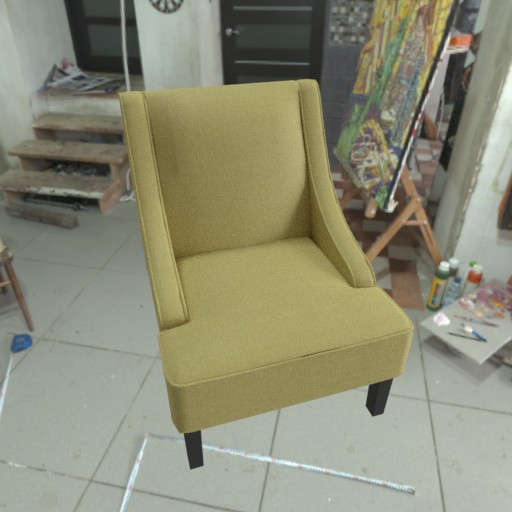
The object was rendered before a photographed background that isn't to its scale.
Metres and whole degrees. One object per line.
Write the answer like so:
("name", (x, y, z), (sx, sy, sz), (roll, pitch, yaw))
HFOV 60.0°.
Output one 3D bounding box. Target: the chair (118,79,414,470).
("chair", (0.000, 0.000, 1.423), (0.696, 0.896, 0.814), (-10, 34, -15))
